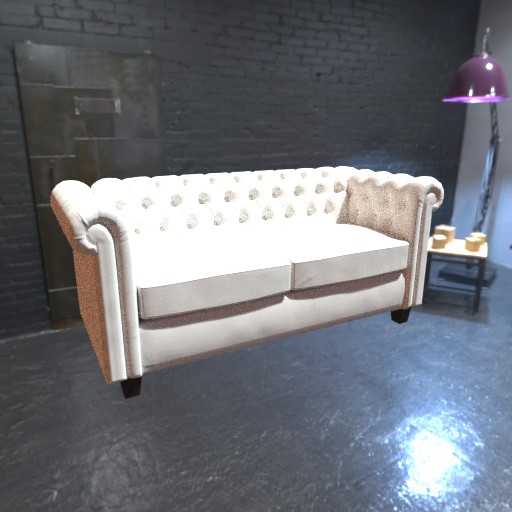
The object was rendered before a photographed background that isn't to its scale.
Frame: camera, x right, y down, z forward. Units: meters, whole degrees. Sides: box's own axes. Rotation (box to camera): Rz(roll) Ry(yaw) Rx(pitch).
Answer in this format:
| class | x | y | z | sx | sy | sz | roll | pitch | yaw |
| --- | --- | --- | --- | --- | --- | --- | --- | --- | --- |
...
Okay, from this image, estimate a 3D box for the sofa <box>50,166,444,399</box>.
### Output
| class | x | y | z | sx | sy | sz | roll | pitch | yaw |
| --- | --- | --- | --- | --- | --- | --- | --- | --- | --- |
| sofa | 0.000 | 0.000 | 2.261 | 1.798 | 0.796 | 0.771 | -9 | 18 | -27 |
